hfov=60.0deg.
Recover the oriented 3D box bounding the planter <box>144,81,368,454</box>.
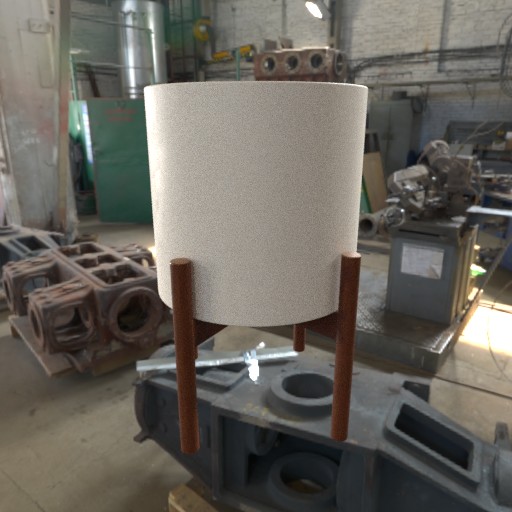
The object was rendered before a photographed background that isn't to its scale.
[{"bbox_3d":[0.000,0.000,0.949,0.417,0.670,0.417,-2,18,-7],"label":"planter"}]
